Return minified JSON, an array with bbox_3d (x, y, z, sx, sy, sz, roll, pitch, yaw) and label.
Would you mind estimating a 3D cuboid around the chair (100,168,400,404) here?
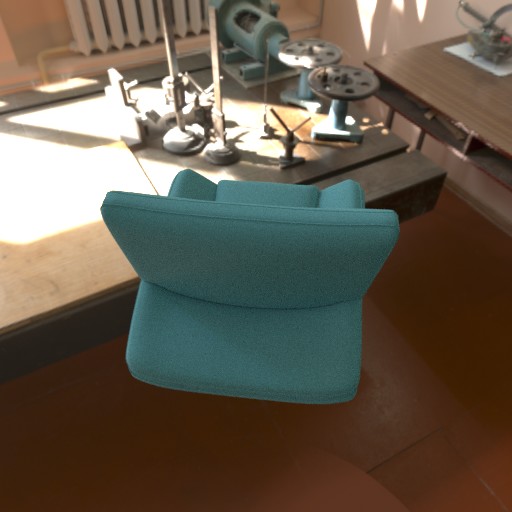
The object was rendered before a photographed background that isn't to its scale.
[{"bbox_3d":[0.000,0.000,1.688,0.859,0.855,1.008,5,46,5],"label":"chair"}]
